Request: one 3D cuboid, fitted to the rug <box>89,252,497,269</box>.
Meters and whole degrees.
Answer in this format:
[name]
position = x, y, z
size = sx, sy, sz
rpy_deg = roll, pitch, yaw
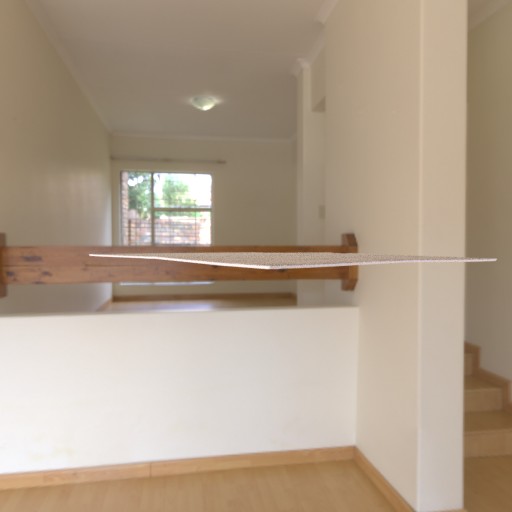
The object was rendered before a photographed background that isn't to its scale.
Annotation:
[rug]
position = 0.000, 0.000, 2.197
size = 1.154, 0.021, 1.792
rpy_deg = -1, 2, -35
